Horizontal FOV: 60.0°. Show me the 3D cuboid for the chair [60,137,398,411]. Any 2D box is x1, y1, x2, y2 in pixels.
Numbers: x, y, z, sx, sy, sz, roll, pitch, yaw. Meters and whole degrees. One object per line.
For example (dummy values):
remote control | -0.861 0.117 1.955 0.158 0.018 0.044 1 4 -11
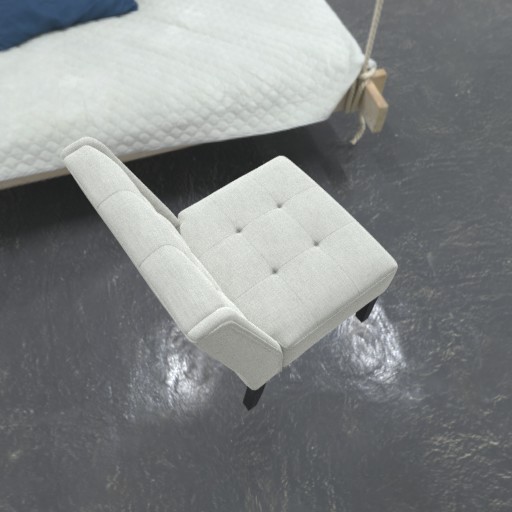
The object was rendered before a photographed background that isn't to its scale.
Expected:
chair | 0.000 0.000 1.310 0.676 0.853 0.569 -33 64 -18
